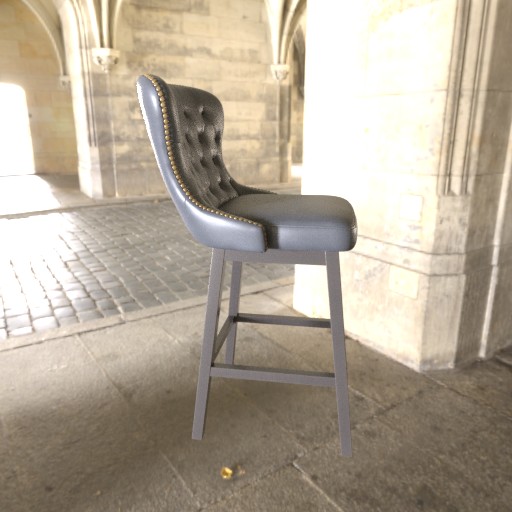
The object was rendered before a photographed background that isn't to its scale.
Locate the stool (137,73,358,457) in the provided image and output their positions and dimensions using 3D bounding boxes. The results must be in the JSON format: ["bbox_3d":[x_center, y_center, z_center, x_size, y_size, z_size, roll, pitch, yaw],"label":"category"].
[{"bbox_3d":[0.000,0.000,1.299,0.593,0.971,0.528,3,16,9],"label":"stool"}]
